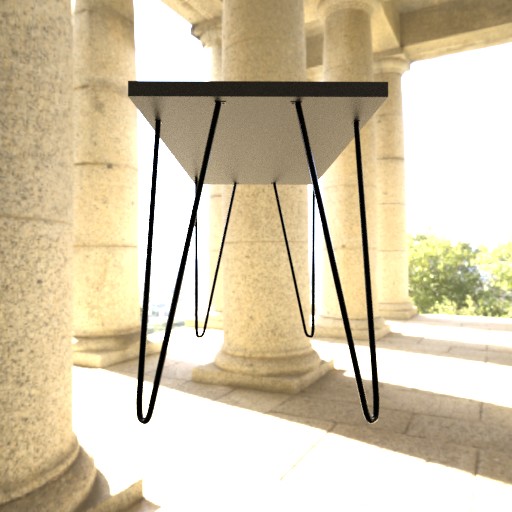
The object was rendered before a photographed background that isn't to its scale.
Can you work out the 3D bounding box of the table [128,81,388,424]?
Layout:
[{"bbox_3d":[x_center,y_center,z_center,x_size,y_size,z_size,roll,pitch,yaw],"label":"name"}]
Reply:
[{"bbox_3d":[0.000,0.000,1.341,0.499,0.660,0.991,0,-1,-1],"label":"table"}]
